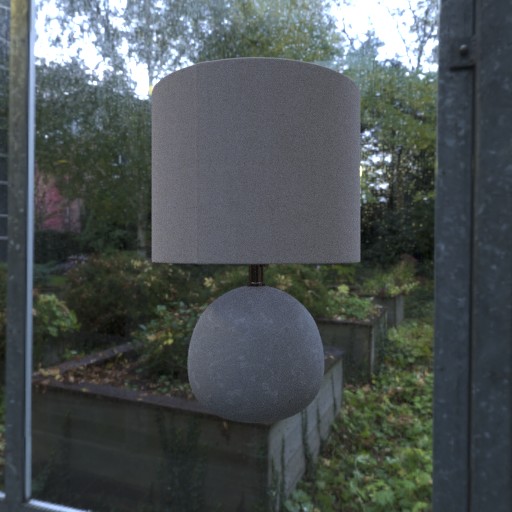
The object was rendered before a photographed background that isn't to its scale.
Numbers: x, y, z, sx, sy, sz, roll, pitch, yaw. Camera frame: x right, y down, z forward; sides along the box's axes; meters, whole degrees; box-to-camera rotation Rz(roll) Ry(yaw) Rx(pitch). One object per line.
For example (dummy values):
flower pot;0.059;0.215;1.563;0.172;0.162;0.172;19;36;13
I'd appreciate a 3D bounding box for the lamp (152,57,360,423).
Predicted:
lamp;0.000;0.000;0.588;0.269;0.409;0.269;0;0;36
